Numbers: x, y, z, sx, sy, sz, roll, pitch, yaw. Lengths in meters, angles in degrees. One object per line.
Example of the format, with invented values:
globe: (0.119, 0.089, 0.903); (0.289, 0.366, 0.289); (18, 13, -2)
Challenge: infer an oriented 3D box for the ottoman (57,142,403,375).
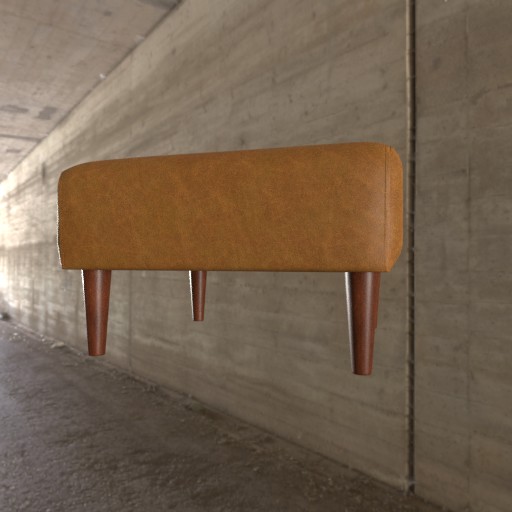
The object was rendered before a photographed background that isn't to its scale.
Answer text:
ottoman: (0.000, 0.000, 1.062); (0.650, 0.399, 0.650); (0, 0, 16)
